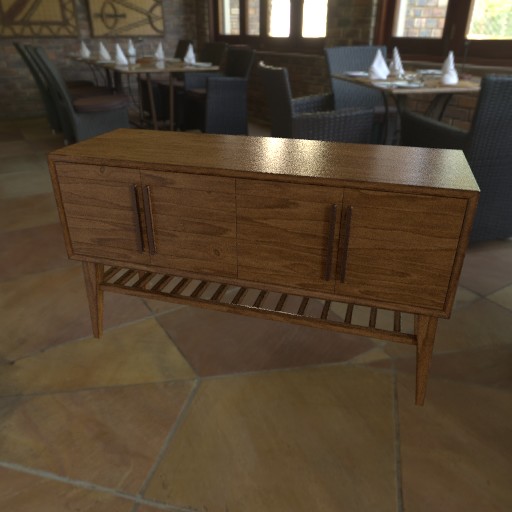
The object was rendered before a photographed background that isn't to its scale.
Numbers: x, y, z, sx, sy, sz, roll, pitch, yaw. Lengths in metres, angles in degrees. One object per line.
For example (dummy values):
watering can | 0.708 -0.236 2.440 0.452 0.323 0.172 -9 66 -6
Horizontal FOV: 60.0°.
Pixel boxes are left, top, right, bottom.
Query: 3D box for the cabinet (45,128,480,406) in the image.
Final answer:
cabinet | 0.000 0.000 1.710 1.363 0.802 0.477 8 28 15
